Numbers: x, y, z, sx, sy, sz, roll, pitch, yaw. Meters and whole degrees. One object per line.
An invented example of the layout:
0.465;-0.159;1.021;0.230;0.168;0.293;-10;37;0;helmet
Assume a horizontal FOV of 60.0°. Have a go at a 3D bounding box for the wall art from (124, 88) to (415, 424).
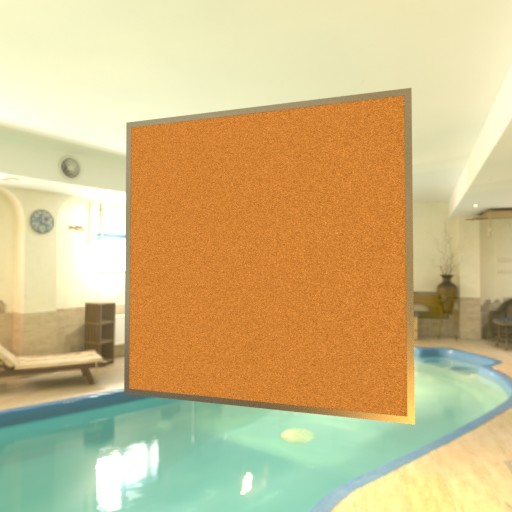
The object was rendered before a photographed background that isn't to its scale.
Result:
0.000;0.000;1.207;0.806;0.806;0.038;-1;-2;19;wall art
